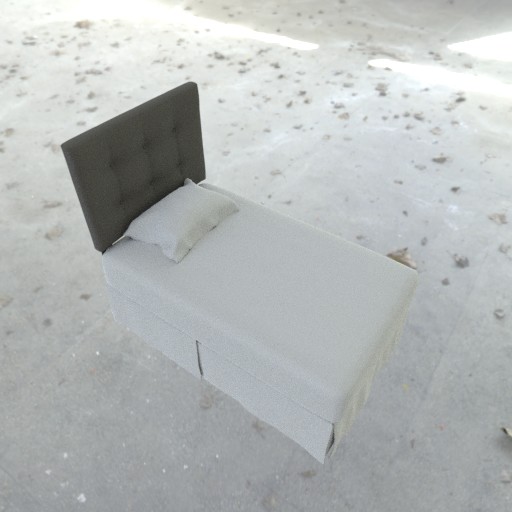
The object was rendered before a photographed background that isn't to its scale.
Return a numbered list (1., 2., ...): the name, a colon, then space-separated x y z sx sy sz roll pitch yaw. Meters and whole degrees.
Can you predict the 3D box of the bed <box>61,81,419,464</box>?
1. bed: 0.000 0.000 2.996 1.997 1.571 1.261 26 49 25
